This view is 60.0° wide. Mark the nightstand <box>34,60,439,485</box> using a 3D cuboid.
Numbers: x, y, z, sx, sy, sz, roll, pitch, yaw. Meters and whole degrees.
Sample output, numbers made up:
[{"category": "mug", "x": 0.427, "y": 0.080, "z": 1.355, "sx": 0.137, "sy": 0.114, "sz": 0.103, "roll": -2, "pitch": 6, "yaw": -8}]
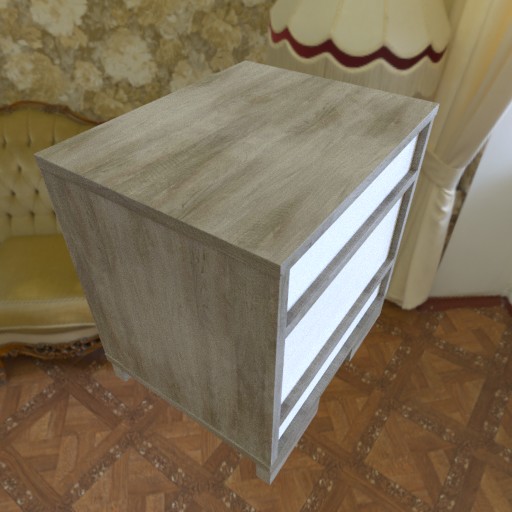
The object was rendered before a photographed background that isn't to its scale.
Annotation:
[{"category": "nightstand", "x": 0.000, "y": 0.000, "z": 0.726, "sx": 0.347, "sy": 0.448, "sz": 0.427, "roll": 24, "pitch": 46, "yaw": 26}]
